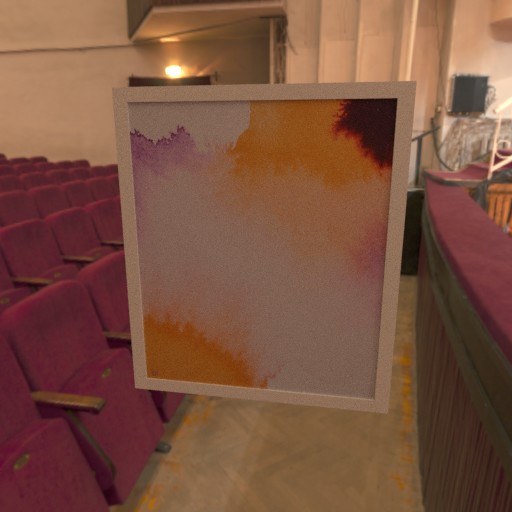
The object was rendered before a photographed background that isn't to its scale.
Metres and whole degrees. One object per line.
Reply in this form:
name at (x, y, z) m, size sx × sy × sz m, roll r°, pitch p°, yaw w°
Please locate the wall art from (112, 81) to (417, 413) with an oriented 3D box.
wall art at (0.000, 0.000, 0.767) m, size 0.482 × 0.557 × 0.012 m, roll 3°, pitch 15°, yaw 10°
